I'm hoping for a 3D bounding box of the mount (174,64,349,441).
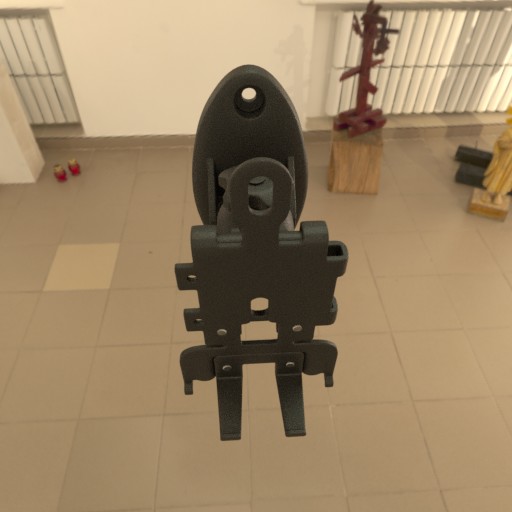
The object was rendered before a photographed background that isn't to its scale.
[{"bbox_3d":[0.000,0.000,0.173,0.066,0.118,0.100,-2,46,-2],"label":"mount"}]
